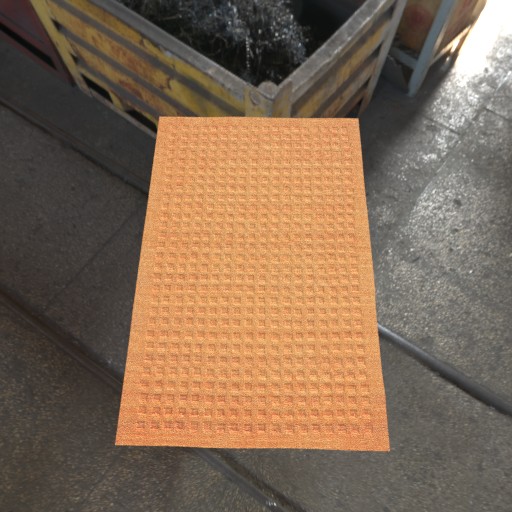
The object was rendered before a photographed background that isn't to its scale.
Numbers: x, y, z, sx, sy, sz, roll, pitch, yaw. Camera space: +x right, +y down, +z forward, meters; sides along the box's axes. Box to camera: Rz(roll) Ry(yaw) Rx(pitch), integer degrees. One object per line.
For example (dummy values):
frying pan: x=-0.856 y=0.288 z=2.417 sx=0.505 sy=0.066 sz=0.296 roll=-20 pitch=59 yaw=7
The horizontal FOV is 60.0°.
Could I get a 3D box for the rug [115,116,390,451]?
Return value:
rug: x=0.000 y=0.000 z=2.192 sx=1.143 sy=0.006 sz=1.747 roll=1 pitch=66 yaw=0
